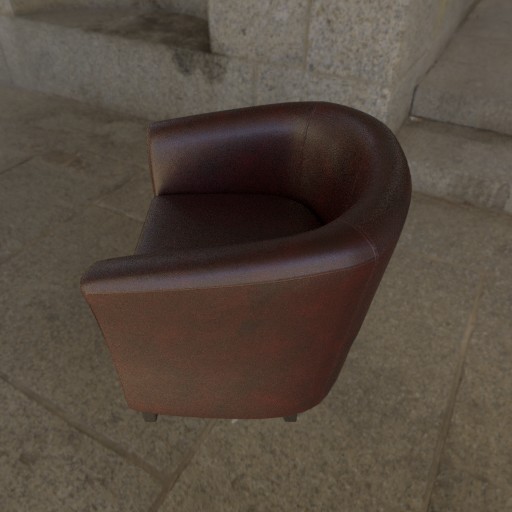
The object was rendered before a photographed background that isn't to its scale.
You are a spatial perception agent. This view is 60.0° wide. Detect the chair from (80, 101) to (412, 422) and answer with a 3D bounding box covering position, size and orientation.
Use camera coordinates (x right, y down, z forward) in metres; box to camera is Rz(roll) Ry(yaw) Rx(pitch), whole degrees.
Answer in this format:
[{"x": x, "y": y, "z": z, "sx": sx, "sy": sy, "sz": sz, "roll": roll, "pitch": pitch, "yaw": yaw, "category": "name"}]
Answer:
[{"x": 0.000, "y": 0.000, "z": 1.331, "sx": 0.727, "sy": 0.756, "sz": 0.792, "roll": 0, "pitch": 41, "yaw": 0, "category": "chair"}]
